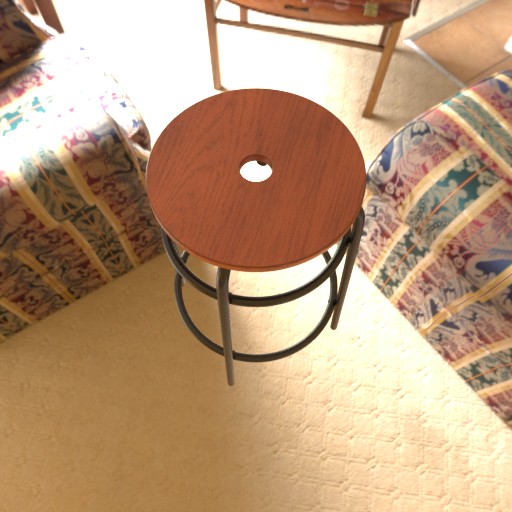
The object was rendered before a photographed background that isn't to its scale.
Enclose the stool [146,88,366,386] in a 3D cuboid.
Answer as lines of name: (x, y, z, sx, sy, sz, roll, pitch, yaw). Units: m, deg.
stool: (0.000, 0.000, 0.947, 0.455, 0.610, 0.455, 15, 65, 7)
